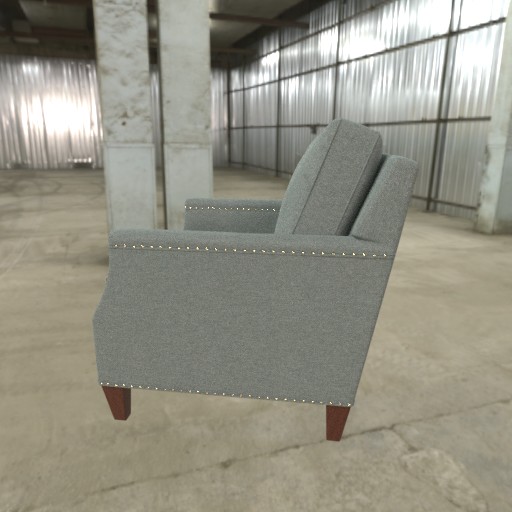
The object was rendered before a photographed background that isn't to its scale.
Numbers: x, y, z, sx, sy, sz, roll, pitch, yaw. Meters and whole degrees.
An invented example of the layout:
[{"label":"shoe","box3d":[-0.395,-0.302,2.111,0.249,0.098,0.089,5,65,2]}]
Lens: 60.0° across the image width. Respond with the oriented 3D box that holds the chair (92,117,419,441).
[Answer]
[{"label":"chair","box3d":[0.000,0.000,1.776,1.031,1.031,0.885,2,15,8]}]
